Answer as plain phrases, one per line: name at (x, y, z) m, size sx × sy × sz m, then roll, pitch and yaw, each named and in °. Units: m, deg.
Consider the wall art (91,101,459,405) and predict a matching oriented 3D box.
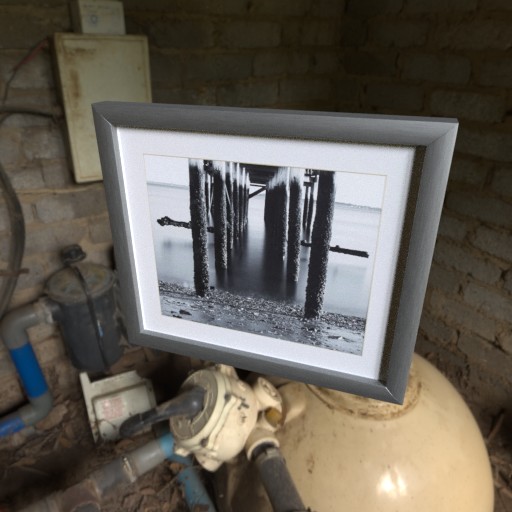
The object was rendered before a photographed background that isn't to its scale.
wall art at (0.000, 0.000, 0.523) m, size 0.380 × 0.330 × 0.028 m, roll 9°, pitch 28°, yaw 17°
